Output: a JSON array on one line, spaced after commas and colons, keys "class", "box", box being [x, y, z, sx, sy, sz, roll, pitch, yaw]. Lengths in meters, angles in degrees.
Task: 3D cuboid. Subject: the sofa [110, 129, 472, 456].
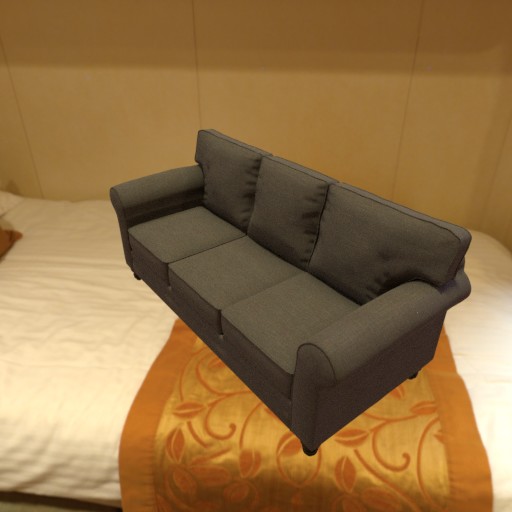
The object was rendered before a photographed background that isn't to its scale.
[{"class": "sofa", "box": [0.000, 0.000, 2.556, 0.909, 0.966, 2.084, -22, 37, -32]}]
